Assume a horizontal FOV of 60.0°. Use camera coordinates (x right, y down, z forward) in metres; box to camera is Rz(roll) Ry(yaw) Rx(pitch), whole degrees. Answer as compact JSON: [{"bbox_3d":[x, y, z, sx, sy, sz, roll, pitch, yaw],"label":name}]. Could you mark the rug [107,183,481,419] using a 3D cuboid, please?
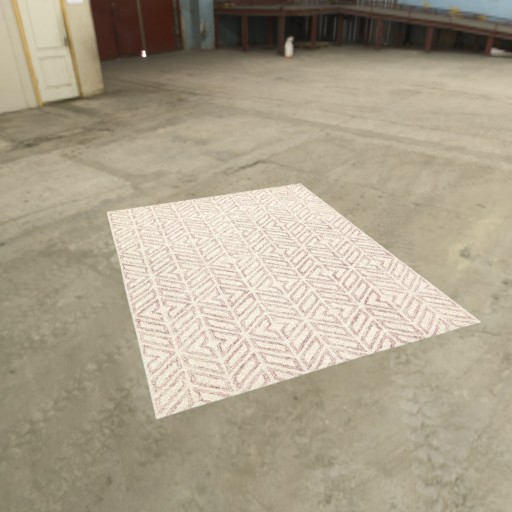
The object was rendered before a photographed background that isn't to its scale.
[{"bbox_3d":[0.000,0.000,4.150,2.421,0.008,3.045,-11,32,-18],"label":"rug"}]
